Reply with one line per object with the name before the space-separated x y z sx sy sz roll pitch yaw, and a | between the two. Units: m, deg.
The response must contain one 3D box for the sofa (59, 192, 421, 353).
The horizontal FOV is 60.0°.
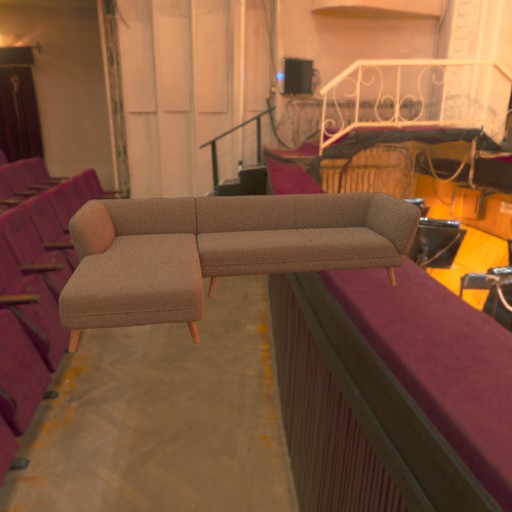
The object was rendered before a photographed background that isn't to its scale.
sofa | 0.000 0.000 3.347 2.653 0.693 1.532 -3 17 -9
